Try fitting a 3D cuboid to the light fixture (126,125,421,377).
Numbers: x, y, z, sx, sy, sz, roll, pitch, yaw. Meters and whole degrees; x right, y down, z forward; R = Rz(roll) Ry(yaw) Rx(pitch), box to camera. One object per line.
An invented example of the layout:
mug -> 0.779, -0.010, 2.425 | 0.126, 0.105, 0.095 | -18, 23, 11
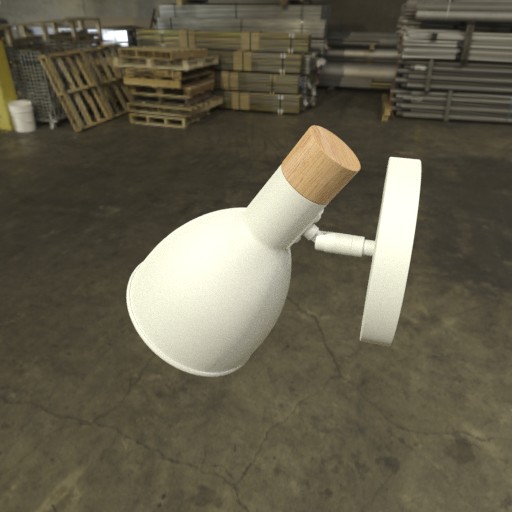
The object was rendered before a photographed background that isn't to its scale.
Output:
light fixture -> 0.000, 0.000, 0.336 | 0.209, 0.199, 0.127 | 9, 31, 14
